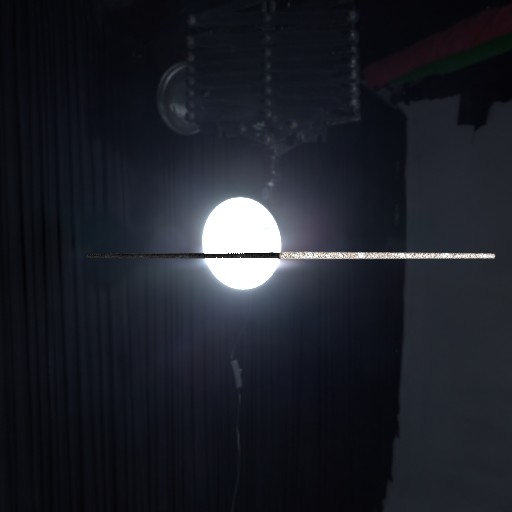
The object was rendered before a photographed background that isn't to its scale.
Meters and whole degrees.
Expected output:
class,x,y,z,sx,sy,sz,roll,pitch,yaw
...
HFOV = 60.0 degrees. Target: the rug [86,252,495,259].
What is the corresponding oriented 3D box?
class,x,y,z,sx,sy,sz,roll,pitch,yaw
rug,0.000,0.000,3.395,1.778,0.030,2.743,0,0,-36
